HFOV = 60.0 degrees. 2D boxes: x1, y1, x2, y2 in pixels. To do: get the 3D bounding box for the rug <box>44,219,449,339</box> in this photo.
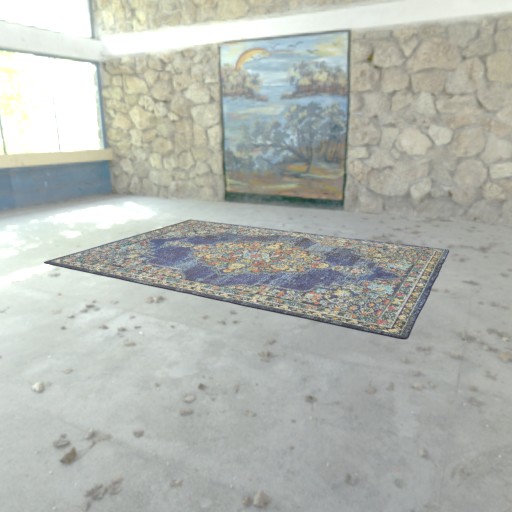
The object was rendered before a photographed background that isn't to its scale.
[{"bbox_3d":[0.000,0.000,3.875,2.940,0.011,2.053,9,18,27],"label":"rug"}]
